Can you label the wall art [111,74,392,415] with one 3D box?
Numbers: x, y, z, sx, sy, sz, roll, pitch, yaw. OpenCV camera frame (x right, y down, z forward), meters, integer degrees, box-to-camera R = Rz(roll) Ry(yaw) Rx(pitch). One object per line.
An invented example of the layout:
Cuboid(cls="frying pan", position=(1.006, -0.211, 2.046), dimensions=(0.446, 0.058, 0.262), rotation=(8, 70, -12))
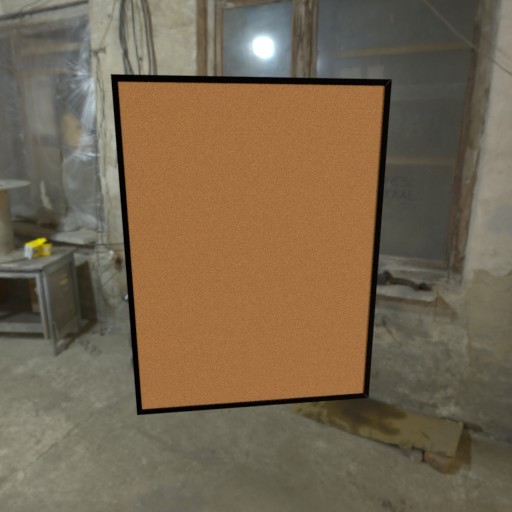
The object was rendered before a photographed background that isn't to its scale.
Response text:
Cuboid(cls="wall art", position=(0.000, 0.000, 1.411), dimensions=(0.805, 1.062, 0.040), rotation=(-2, 15, -7))
